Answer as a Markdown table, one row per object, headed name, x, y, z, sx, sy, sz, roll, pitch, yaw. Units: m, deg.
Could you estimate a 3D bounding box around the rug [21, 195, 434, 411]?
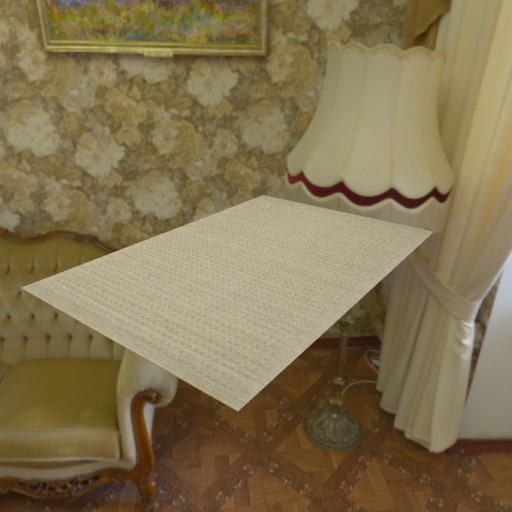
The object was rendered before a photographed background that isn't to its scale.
| name | x | y | z | sx | sy | sz | roll | pitch | yaw |
| --- | --- | --- | --- | --- | --- | --- | --- | --- | --- |
| rug | 0.000 | 0.000 | 3.646 | 1.981 | 0.006 | 2.895 | 17 | 29 | 33 |
